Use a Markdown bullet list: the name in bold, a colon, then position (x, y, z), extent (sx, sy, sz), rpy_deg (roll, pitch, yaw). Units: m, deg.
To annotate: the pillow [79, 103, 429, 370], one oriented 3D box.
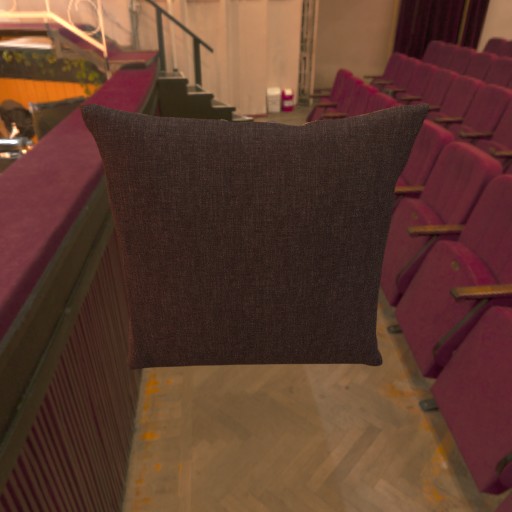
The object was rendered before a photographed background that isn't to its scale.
- **pillow**: position (0.000, 0.000, 0.766), extent (0.510, 0.510, 0.145), rpy_deg (-1, 30, -1)
